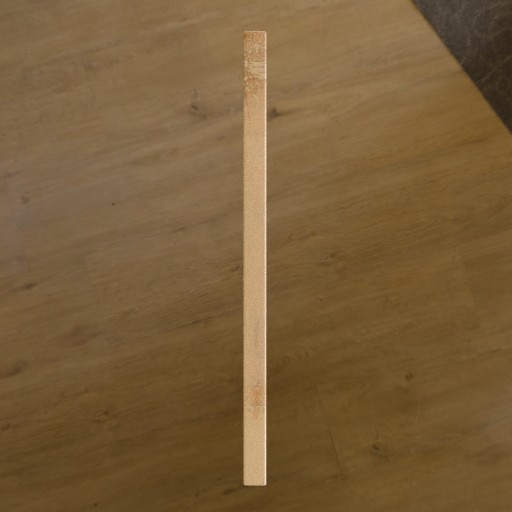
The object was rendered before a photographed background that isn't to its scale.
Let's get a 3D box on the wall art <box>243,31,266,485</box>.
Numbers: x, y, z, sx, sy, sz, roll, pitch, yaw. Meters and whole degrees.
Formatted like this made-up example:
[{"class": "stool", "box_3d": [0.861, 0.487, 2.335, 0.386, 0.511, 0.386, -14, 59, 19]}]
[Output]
[{"class": "wall art", "box_3d": [0.000, 0.000, 1.110, 0.038, 0.755, 0.753, 0, 91, 0]}]
